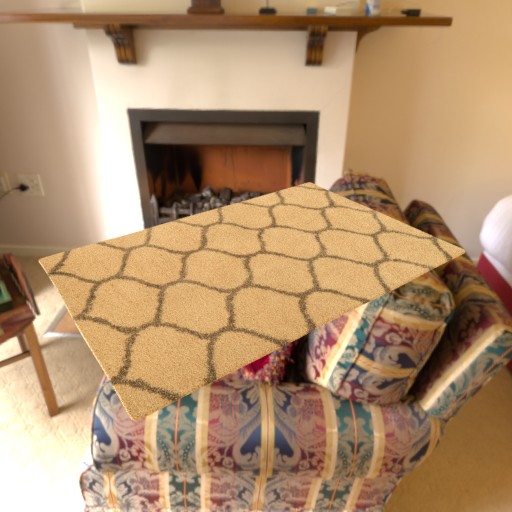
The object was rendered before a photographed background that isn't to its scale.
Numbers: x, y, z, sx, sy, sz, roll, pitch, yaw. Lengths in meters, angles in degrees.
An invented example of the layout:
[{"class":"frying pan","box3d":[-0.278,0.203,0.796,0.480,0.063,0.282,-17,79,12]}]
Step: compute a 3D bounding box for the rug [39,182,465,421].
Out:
[{"class":"rug","box3d":[0.000,0.000,3.353,2.701,0.026,1.801,-20,36,-30]}]
